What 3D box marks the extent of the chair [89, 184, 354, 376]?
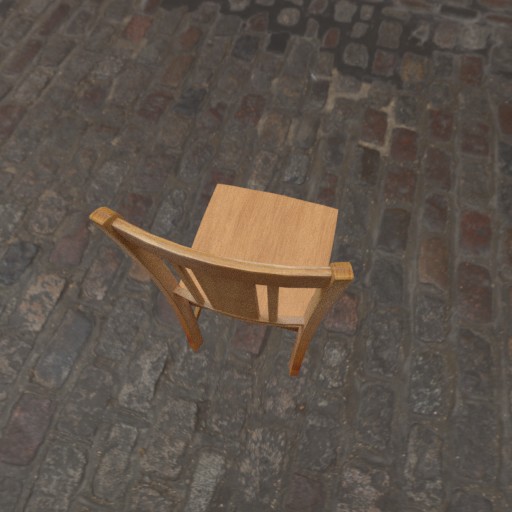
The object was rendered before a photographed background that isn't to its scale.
[{"bbox_3d":[0.000,0.000,1.275,0.450,0.998,0.556,13,63,7],"label":"chair"}]
